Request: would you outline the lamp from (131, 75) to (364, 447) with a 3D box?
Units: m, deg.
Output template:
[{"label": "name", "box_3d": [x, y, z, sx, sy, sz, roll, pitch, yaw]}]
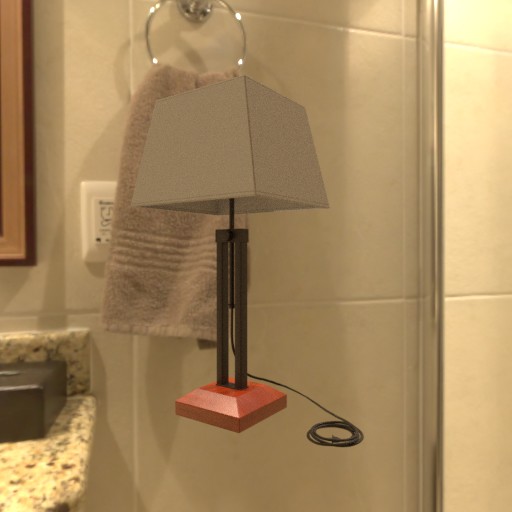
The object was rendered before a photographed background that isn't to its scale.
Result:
[{"label": "lamp", "box_3d": [0.000, 0.000, 1.010, 0.498, 0.737, 0.310, 0, 1, 36]}]
